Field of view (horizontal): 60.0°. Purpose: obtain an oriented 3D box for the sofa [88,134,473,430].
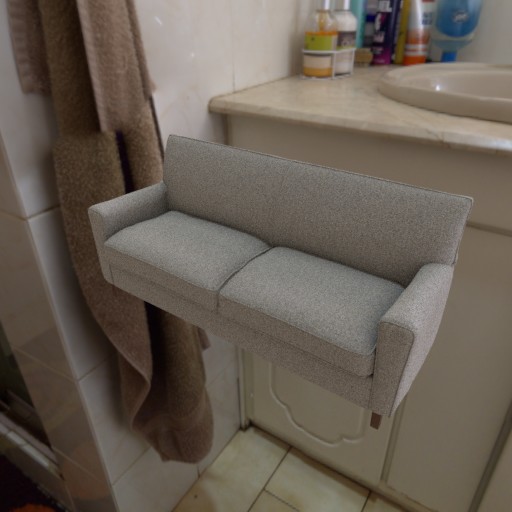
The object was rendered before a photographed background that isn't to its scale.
[{"bbox_3d":[0.000,0.000,2.552,2.026,0.942,0.854,20,36,30],"label":"sofa"}]
